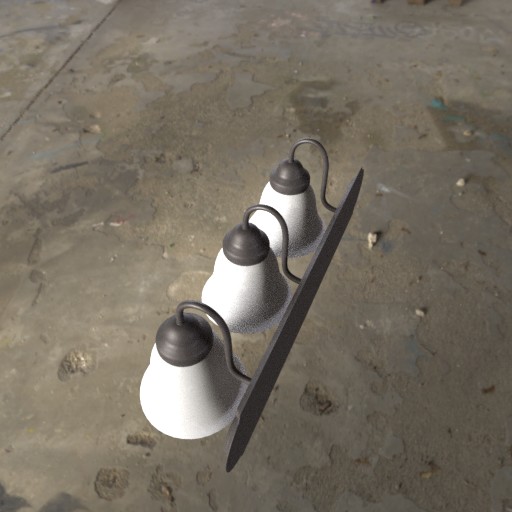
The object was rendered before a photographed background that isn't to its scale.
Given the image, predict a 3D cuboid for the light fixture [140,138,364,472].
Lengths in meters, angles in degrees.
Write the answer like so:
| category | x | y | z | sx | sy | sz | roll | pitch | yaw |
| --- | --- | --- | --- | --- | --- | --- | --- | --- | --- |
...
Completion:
| category | x | y | z | sx | sy | sz | roll | pitch | yaw |
| --- | --- | --- | --- | --- | --- | --- | --- | --- | --- |
| light fixture | 0.000 | 0.000 | 0.716 | 0.199 | 0.222 | 0.610 | 18 | 49 | 16 |
